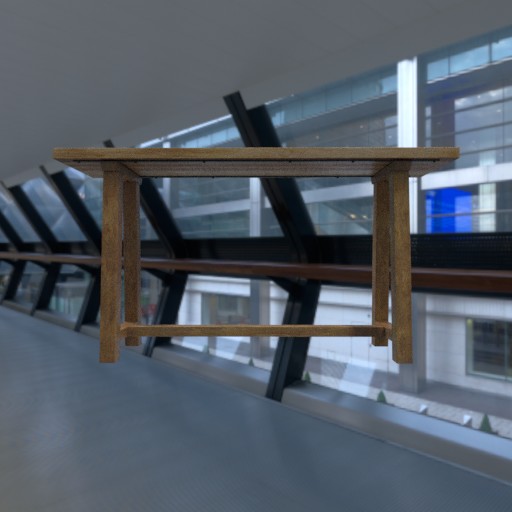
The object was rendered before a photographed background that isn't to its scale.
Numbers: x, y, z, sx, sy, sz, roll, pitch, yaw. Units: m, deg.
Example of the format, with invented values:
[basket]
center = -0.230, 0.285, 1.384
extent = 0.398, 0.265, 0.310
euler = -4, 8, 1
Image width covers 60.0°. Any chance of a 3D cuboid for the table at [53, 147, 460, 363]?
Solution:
[table]
center = 0.000, 0.000, 1.861
extent = 1.524, 0.810, 0.405
euler = 0, 0, 0
